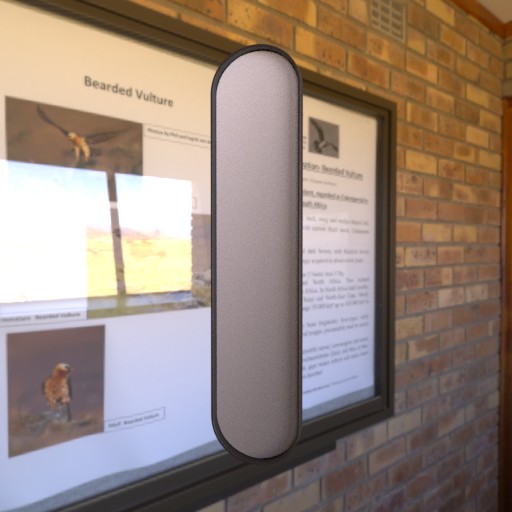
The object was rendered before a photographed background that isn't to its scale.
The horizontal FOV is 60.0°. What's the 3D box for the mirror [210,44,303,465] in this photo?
[{"bbox_3d":[0.000,0.000,1.059,0.222,0.991,0.032,0,1,18],"label":"mirror"}]
